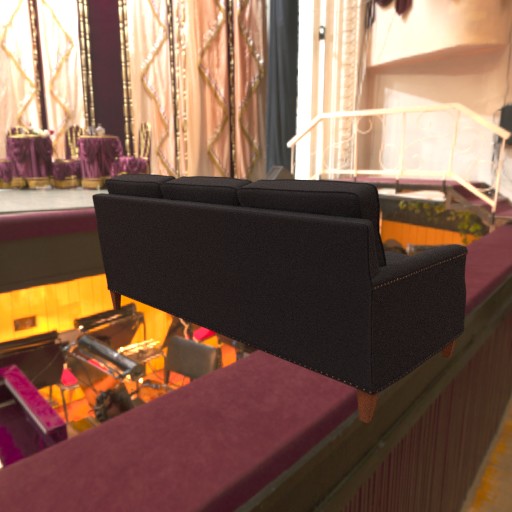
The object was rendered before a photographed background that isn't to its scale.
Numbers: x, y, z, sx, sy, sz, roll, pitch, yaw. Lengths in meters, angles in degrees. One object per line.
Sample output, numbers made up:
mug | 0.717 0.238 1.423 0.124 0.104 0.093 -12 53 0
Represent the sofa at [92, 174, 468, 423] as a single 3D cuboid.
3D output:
sofa | 0.000 0.000 2.793 2.246 1.003 1.084 11 16 43
